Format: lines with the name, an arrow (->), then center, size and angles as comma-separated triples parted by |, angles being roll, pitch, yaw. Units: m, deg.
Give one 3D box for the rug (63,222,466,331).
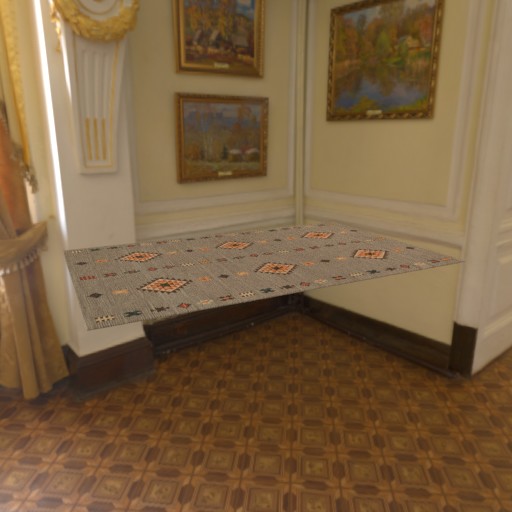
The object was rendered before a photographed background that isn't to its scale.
rug -> 0.000, 0.000, 3.133 | 2.427, 0.007, 1.515 | -8, 17, -26
